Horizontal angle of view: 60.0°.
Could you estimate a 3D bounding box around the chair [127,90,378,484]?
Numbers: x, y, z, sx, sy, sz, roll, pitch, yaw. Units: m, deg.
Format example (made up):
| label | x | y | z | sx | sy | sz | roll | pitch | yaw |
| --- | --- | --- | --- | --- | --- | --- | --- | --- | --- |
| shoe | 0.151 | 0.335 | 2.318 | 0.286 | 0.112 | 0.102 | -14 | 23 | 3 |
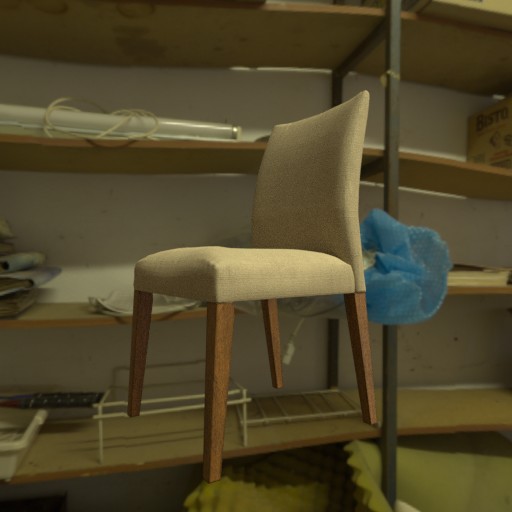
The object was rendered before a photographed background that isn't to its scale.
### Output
| label | x | y | z | sx | sy | sz | roll | pitch | yaw |
| --- | --- | --- | --- | --- | --- | --- | --- | --- | --- |
| chair | 0.000 | 0.000 | 1.283 | 0.585 | 0.940 | 0.496 | 0 | 0 | -35 |
